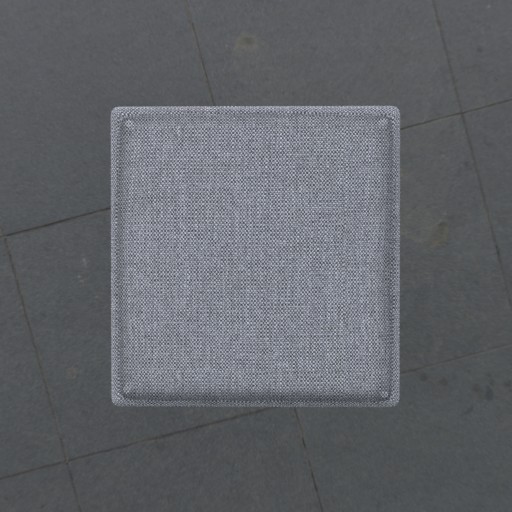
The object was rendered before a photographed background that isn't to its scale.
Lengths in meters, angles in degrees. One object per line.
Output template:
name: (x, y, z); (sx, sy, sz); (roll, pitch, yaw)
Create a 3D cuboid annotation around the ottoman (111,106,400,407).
ottoman: (0.000, 0.000, 0.834); (0.436, 0.487, 0.454); (0, 90, 0)
